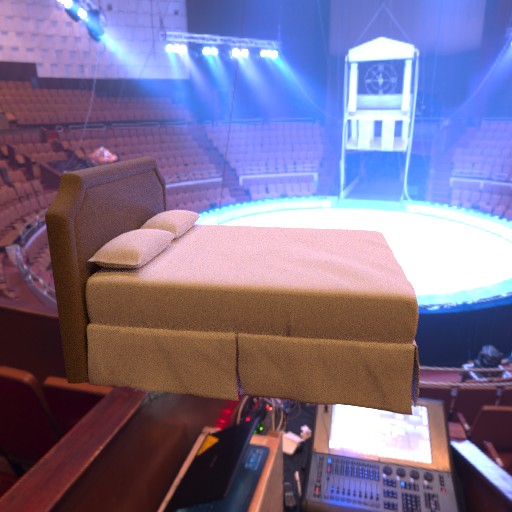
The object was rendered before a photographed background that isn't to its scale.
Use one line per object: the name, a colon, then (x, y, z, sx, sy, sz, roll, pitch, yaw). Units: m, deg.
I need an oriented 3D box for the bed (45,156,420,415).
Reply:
bed: (0.000, 0.000, 3.189, 2.116, 1.290, 1.693, 2, 17, 8)
